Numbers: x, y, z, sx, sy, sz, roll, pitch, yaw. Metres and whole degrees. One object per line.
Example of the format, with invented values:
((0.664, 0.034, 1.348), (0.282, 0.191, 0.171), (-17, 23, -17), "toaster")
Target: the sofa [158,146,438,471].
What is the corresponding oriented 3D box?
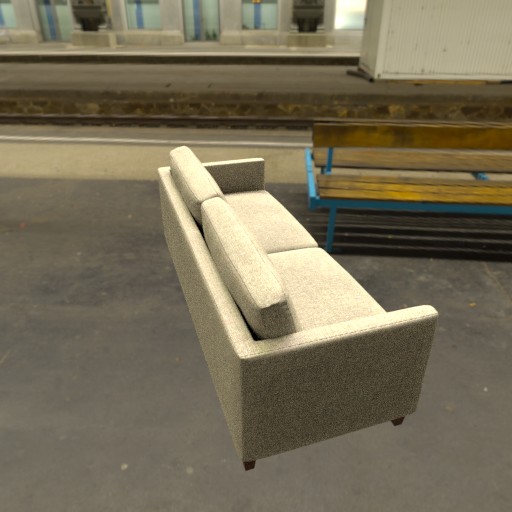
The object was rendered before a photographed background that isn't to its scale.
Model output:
((0.000, 0.000, 2.921), (0.948, 0.951, 2.434), (-9, 31, -16), "sofa")
